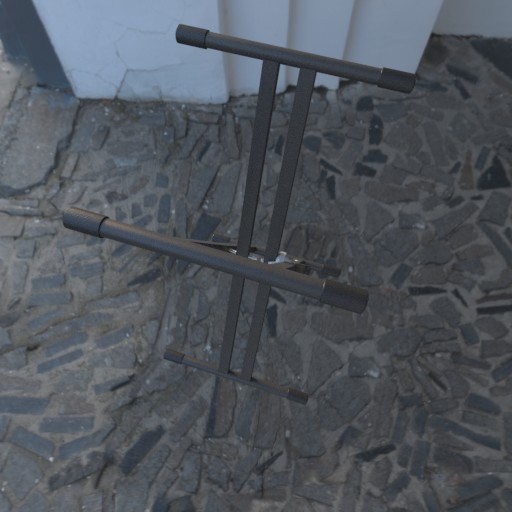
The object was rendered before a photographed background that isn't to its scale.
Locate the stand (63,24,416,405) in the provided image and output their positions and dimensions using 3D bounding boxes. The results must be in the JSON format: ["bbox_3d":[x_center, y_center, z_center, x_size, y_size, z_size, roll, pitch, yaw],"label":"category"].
[{"bbox_3d":[0.000,0.000,1.163,0.495,0.900,0.503,16,64,8],"label":"stand"}]
